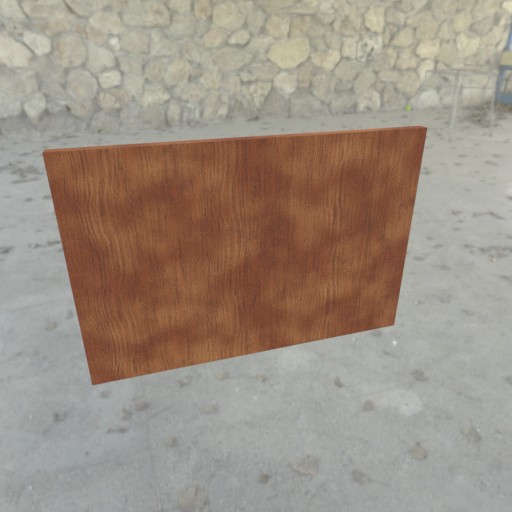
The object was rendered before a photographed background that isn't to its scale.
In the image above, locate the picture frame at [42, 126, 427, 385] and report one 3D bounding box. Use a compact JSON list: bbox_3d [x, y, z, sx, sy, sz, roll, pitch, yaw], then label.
[{"bbox_3d":[0.000,0.000,1.213,0.950,0.640,0.029,-8,28,-15],"label":"picture frame"}]
